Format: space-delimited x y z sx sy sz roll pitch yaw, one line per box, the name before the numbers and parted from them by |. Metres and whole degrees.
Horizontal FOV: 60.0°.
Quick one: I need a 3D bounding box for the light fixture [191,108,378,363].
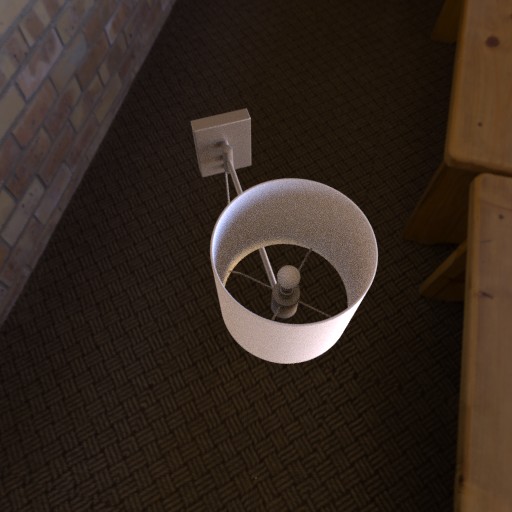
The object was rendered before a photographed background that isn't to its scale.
light fixture | 0.000 0.000 0.897 0.203 0.651 0.516 -15 64 -8
